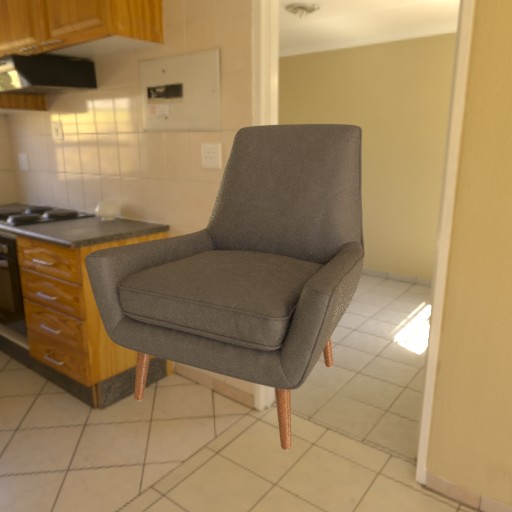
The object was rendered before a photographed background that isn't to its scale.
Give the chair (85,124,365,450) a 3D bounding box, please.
[{"bbox_3d":[0.000,0.000,1.514,0.787,0.888,0.822,7,16,26],"label":"chair"}]
